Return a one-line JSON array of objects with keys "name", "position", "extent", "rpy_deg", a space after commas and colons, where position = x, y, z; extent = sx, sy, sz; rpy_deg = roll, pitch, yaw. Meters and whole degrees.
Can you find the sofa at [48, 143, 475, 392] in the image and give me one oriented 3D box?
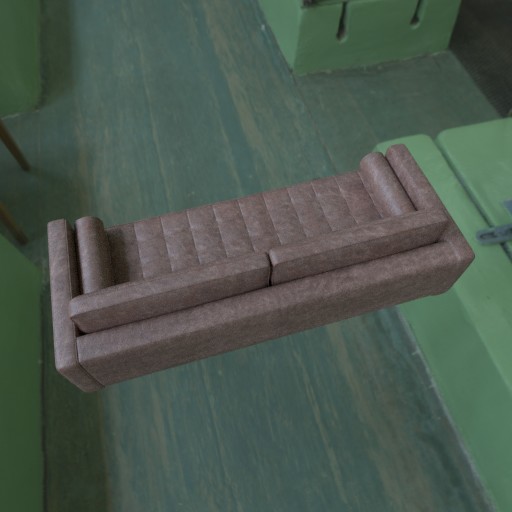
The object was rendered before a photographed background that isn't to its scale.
[{"name": "sofa", "position": [0.000, 0.000, 2.591], "extent": [2.210, 0.762, 0.914], "rpy_deg": [-14, 60, -8]}]
